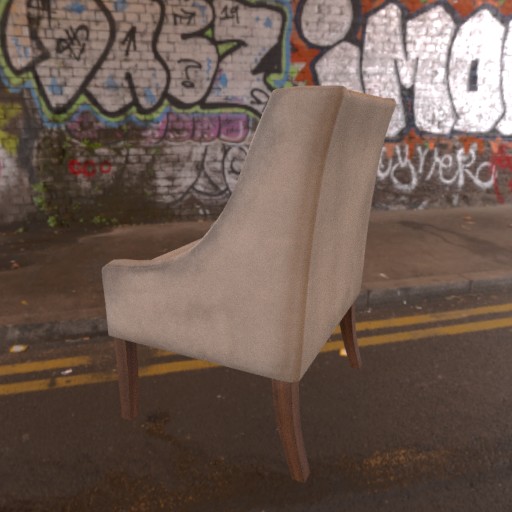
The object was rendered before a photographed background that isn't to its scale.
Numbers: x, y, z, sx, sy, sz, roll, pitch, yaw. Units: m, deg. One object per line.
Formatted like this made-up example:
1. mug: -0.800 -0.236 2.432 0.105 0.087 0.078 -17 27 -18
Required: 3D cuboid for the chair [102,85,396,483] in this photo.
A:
1. chair: 0.000 0.000 1.297 0.629 0.895 0.629 8 19 24
